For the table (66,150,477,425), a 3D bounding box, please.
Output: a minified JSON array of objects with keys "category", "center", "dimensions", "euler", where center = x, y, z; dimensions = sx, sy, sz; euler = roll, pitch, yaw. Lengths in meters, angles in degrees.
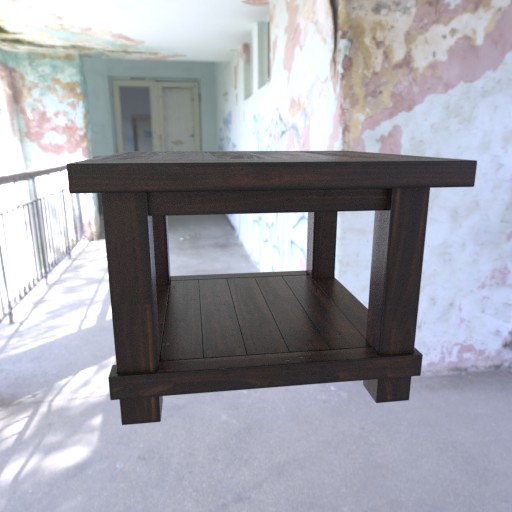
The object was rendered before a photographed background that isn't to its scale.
[{"category":"table","center":[0.000,0.000,0.981],"dimensions":[0.606,0.437,0.593],"euler":[-2,15,-8]}]
